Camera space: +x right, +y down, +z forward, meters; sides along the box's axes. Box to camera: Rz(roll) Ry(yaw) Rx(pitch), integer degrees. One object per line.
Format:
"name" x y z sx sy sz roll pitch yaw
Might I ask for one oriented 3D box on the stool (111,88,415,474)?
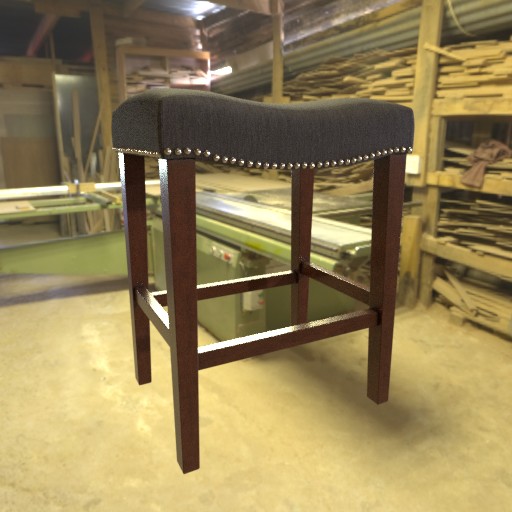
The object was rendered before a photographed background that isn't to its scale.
"stool" 0.000 0.000 0.957 0.504 0.654 0.372 -8 17 -27
